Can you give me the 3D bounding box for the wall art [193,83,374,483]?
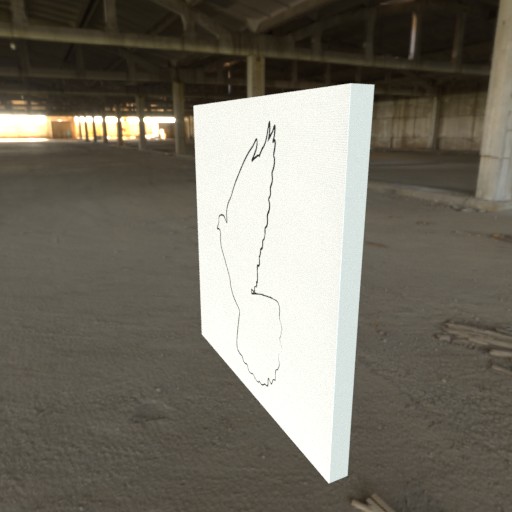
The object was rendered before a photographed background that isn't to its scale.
[{"bbox_3d":[0.000,0.000,0.908,0.038,0.610,0.610,-8,18,-25],"label":"wall art"}]
